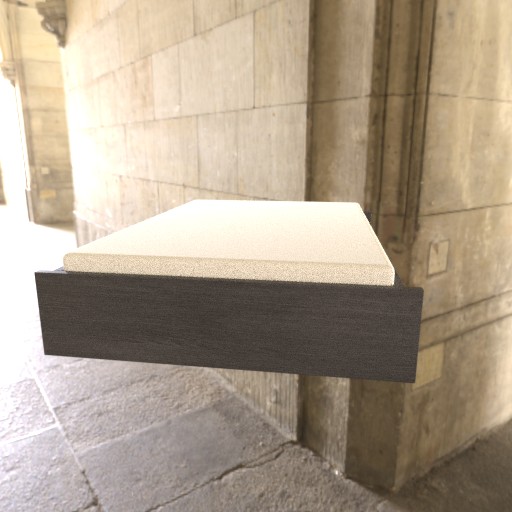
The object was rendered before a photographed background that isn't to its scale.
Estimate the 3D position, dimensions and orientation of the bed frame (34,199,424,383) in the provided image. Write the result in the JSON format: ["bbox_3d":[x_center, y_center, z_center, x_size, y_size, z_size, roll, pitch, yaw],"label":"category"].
[{"bbox_3d":[0.000,0.000,2.626,1.490,0.432,1.950,2,14,9],"label":"bed frame"}]
